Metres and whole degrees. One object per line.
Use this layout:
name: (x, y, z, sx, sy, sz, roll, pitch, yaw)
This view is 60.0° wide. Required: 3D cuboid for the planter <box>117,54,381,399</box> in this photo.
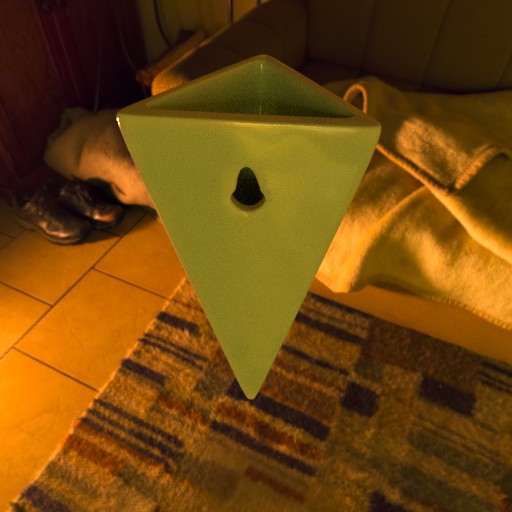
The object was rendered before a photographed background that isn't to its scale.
planter: (0.000, 0.000, 0.216, 0.080, 0.178, 0.064, 4, 46, 4)
